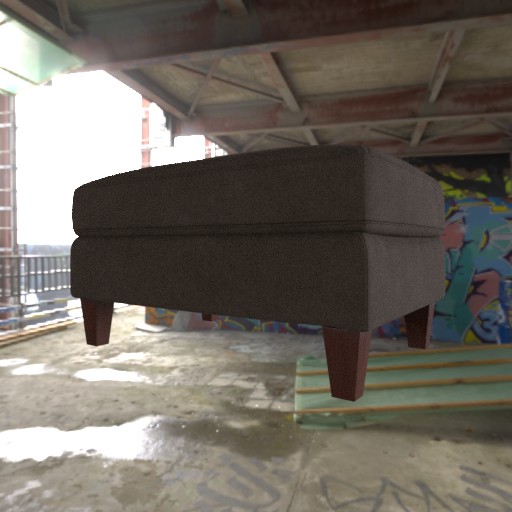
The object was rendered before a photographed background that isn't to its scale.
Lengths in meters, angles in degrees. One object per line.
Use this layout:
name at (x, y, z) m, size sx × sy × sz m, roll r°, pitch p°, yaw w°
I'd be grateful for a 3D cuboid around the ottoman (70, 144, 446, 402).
ottoman at (0.000, 0.000, 1.188) m, size 0.864 × 0.483 × 0.584 m, roll 1°, pitch 2°, yaw 35°
